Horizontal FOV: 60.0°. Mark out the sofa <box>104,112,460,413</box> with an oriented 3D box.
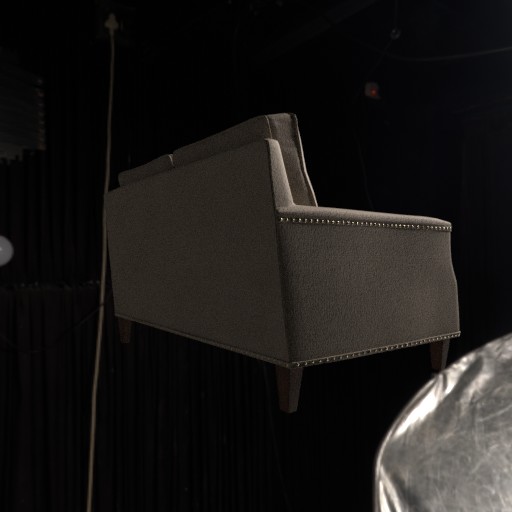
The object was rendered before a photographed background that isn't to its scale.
[{"bbox_3d":[0.000,0.000,2.253,1.084,1.003,1.597,0,0,-37],"label":"sofa"}]
